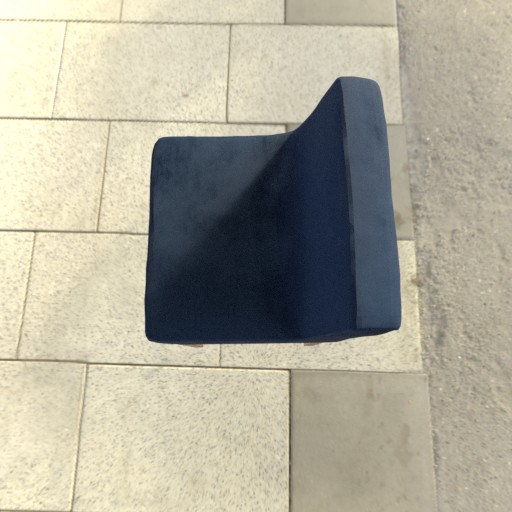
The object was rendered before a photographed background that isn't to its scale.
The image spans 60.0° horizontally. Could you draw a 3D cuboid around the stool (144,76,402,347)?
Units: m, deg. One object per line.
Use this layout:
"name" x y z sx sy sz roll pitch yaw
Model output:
"stool" 0.000 0.000 1.262 0.516 0.945 0.511 -1 76 0
